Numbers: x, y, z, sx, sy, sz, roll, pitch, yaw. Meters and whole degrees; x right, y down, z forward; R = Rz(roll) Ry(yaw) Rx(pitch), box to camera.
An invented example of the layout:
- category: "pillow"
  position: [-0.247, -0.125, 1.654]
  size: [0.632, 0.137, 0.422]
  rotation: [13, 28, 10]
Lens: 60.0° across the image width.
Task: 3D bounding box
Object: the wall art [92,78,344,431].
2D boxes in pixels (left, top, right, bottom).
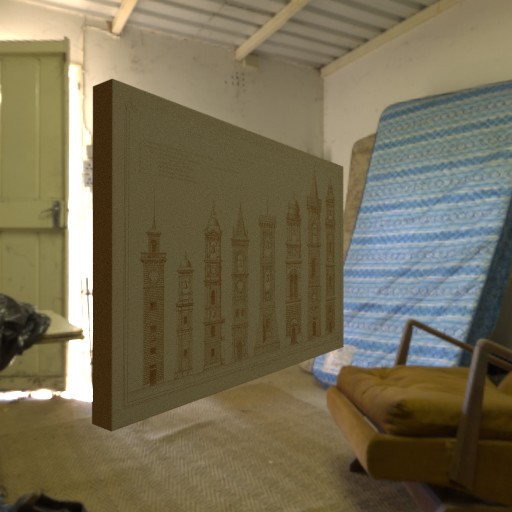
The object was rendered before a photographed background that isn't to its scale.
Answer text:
- category: "wall art"
  position: [0.000, 0.000, 0.768]
  size: [0.039, 0.407, 0.609]
  rotation: [0, 0, 37]
